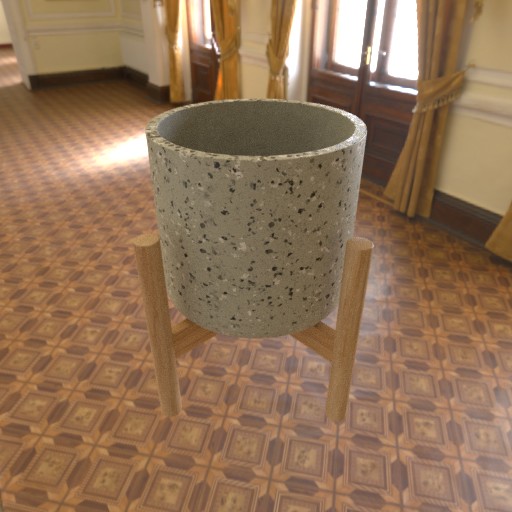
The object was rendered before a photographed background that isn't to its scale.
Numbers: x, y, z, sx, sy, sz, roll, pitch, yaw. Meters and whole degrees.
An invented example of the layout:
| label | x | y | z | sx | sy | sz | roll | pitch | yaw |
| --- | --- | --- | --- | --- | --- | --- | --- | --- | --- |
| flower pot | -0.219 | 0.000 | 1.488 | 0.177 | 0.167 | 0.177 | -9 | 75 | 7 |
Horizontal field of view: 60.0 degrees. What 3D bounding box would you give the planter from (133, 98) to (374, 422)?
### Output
| label | x | y | z | sx | sy | sz | roll | pitch | yaw |
| --- | --- | --- | --- | --- | --- | --- | --- | --- | --- |
| planter | 0.000 | 0.000 | 0.538 | 0.284 | 0.320 | 0.284 | -11 | 34 | -17 |
